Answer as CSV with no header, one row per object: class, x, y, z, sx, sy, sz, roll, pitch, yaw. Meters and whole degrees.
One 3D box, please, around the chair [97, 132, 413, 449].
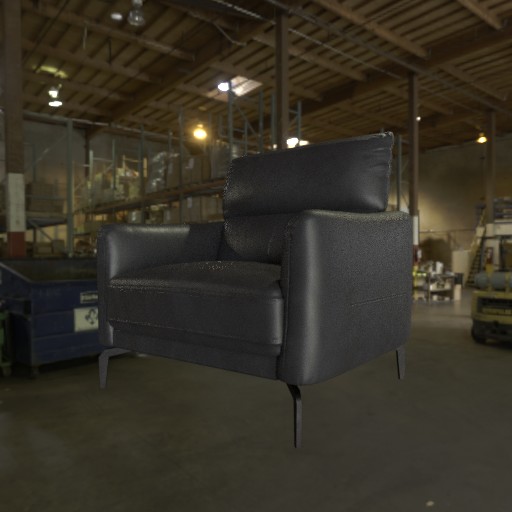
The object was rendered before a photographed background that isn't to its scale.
chair,0.000,0.000,1.641,0.976,0.949,0.809,0,0,37
